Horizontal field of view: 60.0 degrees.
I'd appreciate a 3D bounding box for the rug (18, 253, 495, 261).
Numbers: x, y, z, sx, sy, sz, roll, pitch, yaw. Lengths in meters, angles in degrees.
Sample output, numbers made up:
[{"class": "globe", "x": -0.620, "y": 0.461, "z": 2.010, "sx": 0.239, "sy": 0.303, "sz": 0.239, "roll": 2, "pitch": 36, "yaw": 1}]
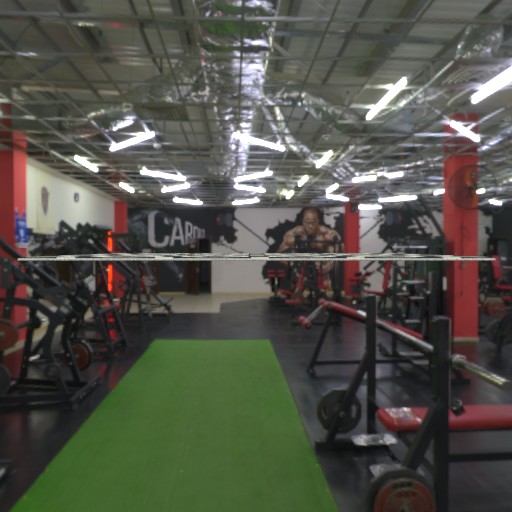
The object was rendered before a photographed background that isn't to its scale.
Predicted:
[{"class": "rug", "x": 0.000, "y": 0.000, "z": 2.894, "sx": 2.286, "sy": 0.016, "sz": 1.555, "roll": 0, "pitch": 1, "yaw": -1}]
